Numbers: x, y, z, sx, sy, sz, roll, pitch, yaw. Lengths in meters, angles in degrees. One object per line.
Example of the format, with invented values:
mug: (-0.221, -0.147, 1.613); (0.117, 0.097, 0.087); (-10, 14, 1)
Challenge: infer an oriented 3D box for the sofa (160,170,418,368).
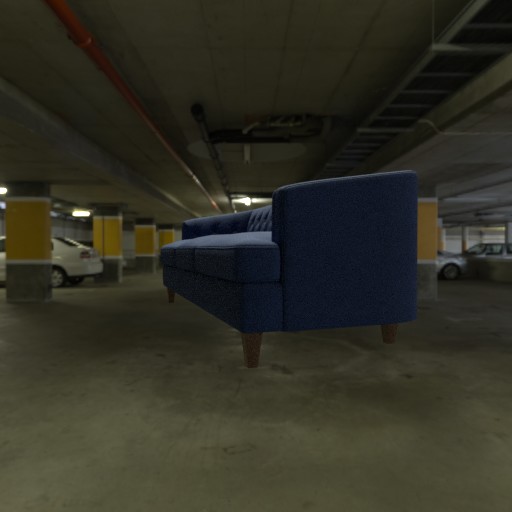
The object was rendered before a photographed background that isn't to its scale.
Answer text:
sofa: (0.000, 0.000, 2.745); (0.914, 0.787, 2.235); (0, 1, -19)
